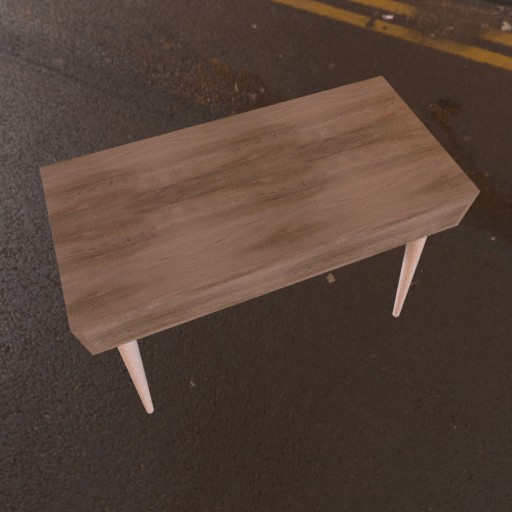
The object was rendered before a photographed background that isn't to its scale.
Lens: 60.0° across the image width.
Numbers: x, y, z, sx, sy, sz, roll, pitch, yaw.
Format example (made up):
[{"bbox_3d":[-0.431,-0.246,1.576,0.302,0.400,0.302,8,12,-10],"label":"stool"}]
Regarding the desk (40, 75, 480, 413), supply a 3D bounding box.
[{"bbox_3d":[0.000,0.000,1.398,0.979,0.723,0.491,-19,60,-11],"label":"desk"}]
